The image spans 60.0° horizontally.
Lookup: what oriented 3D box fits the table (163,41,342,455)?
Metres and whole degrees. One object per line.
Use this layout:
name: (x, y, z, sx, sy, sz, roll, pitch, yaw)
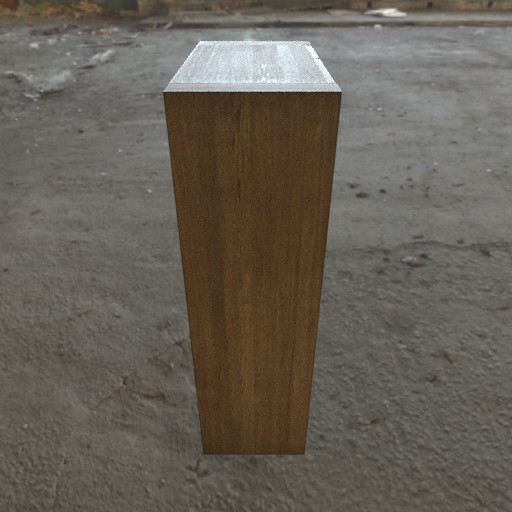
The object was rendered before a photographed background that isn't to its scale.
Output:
table: (0.000, 0.000, 2.442, 0.600, 2.000, 1.100, 0, 33, 0)
